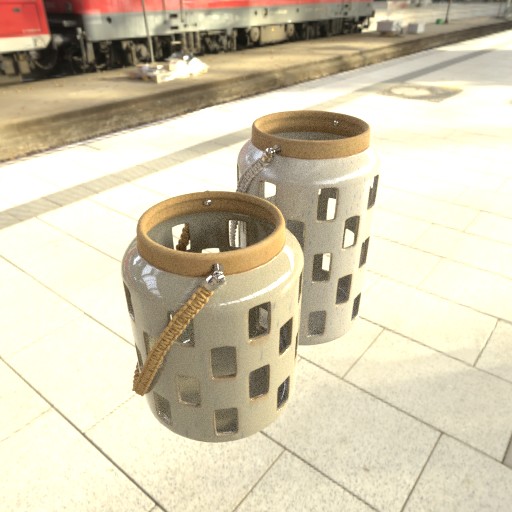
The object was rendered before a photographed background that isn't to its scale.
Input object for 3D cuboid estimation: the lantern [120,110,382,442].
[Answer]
[{"bbox_3d":[0.000,0.000,0.492,0.184,0.255,0.347,21,37,31],"label":"lantern"}]
